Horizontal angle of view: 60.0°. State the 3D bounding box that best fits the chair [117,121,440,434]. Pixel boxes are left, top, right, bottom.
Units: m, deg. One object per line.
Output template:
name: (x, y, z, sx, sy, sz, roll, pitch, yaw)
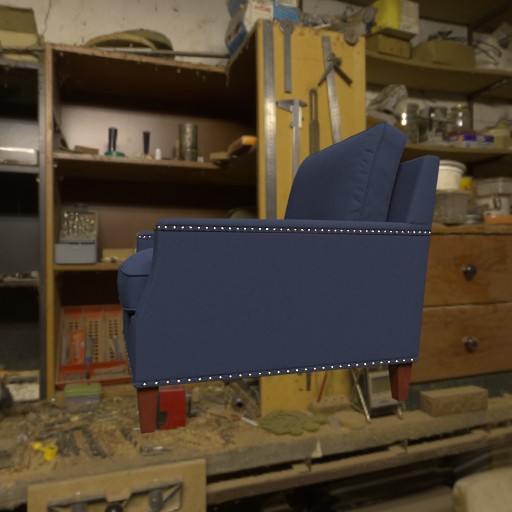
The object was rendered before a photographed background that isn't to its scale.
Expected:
chair: (0.000, 0.000, 1.704, 1.014, 0.943, 0.853, 0, 0, -19)
